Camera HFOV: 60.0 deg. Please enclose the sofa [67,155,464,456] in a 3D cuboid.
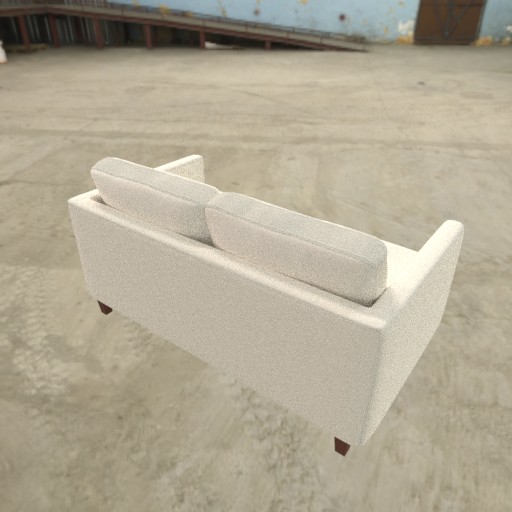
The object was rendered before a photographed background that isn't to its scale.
[{"bbox_3d":[0.000,0.000,2.224,1.702,0.888,0.964,21,36,31],"label":"sofa"}]
